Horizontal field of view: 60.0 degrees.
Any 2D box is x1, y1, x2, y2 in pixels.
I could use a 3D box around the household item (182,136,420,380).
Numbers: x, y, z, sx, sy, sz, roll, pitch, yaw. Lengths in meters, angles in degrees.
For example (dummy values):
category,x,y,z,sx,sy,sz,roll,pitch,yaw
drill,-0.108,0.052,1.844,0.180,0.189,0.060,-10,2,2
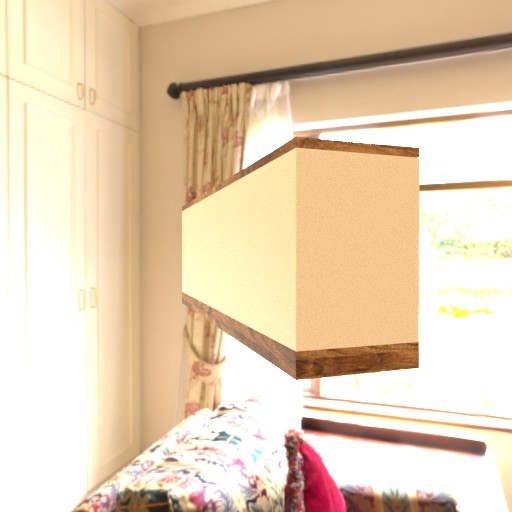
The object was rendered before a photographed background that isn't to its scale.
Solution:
category,x,y,z,sx,sy,sz,roll,pitch,yaw
household item,0.000,0.000,2.031,0.390,0.615,1.800,0,0,-18
